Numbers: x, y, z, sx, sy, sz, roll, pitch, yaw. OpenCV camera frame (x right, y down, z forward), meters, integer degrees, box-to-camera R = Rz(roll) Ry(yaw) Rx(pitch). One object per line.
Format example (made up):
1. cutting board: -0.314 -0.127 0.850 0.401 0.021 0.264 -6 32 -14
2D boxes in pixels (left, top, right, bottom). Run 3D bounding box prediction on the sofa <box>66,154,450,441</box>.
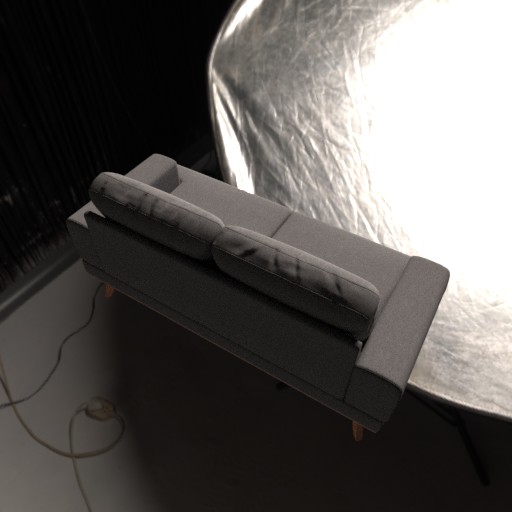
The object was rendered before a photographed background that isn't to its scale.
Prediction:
1. sofa: 0.000 0.000 2.098 1.650 0.810 0.785 24 52 21
